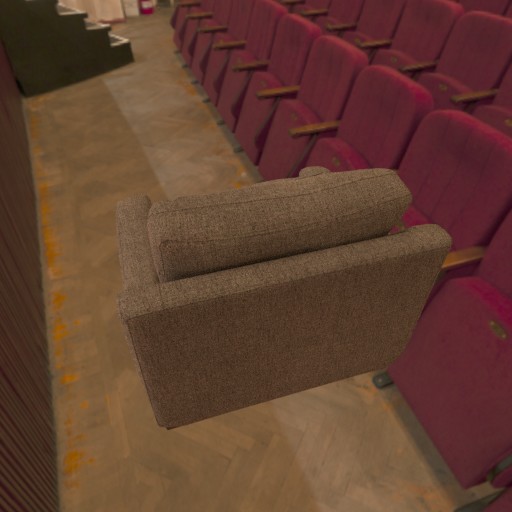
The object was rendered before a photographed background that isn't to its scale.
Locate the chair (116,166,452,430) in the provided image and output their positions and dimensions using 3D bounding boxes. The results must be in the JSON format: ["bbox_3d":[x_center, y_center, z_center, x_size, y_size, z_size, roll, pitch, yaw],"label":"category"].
[{"bbox_3d":[0.000,0.000,1.952,1.138,1.037,1.009,-12,42,-13],"label":"chair"}]
